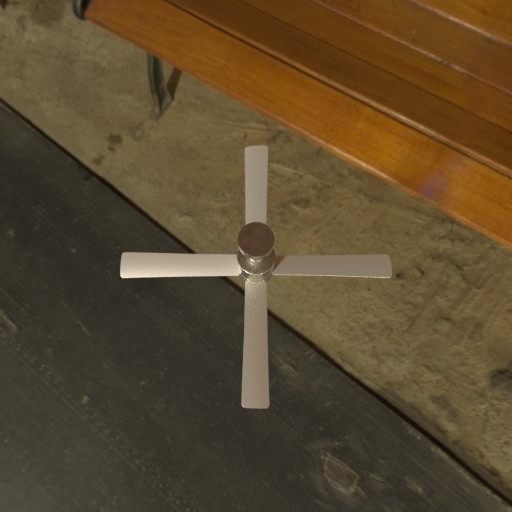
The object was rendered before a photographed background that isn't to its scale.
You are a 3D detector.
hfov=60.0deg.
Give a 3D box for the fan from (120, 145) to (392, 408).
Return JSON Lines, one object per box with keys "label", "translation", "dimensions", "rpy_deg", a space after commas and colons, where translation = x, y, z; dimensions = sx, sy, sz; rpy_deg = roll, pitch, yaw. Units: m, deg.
{"label": "fan", "translation": [0.000, 0.000, 2.327], "dimensions": [1.525, 0.539, 1.525], "rpy_deg": [1, 73, 0]}
